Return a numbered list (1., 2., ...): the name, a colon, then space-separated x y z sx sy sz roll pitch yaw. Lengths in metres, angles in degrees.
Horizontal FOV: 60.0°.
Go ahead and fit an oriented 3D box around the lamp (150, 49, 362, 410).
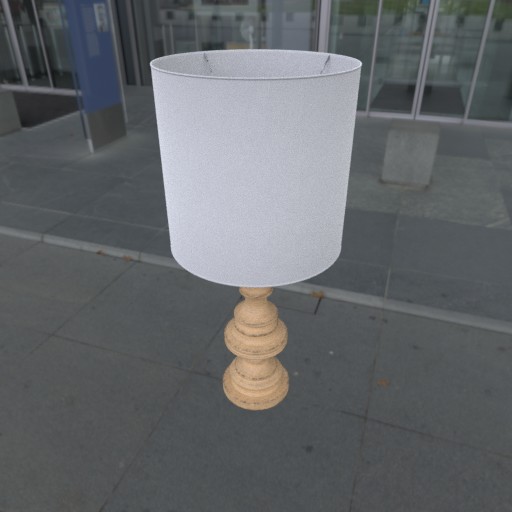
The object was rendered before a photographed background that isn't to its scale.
1. lamp: 0.000 0.000 0.561 0.208 0.455 0.208 19 36 29
